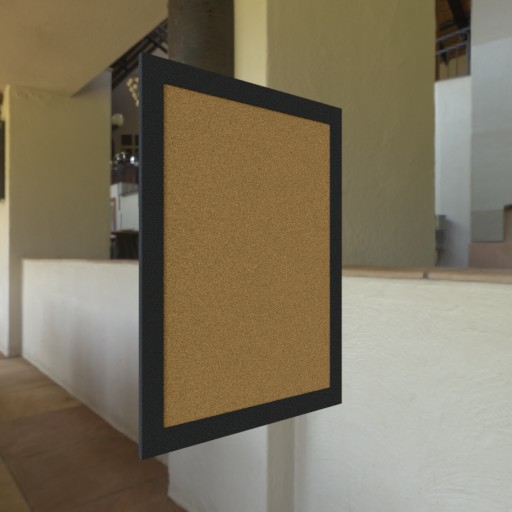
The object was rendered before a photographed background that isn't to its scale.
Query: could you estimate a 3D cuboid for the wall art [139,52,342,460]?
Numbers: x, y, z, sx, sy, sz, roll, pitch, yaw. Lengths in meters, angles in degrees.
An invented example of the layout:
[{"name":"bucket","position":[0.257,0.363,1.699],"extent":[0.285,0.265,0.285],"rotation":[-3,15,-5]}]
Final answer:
[{"name":"wall art","position":[0.000,0.000,0.688],"extent":[0.374,0.529,0.012],"rotation":[0,0,-36]}]
